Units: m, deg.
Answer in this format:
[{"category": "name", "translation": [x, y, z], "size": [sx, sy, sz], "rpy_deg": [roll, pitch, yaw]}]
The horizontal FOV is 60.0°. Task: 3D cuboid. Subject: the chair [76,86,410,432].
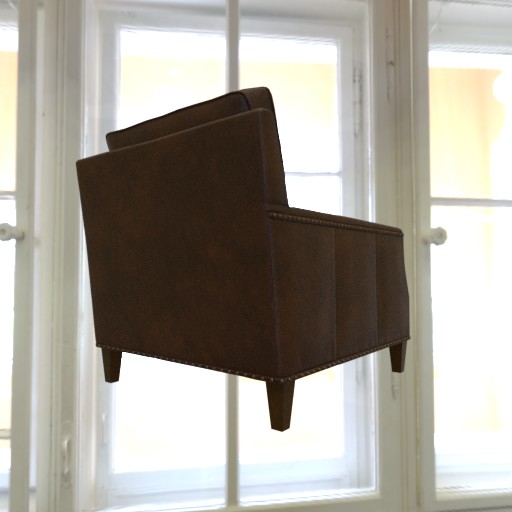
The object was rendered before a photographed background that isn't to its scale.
[{"category": "chair", "translation": [0.000, 0.000, 1.698], "size": [0.853, 0.929, 1.014], "rpy_deg": [-1, -2, 39]}]
